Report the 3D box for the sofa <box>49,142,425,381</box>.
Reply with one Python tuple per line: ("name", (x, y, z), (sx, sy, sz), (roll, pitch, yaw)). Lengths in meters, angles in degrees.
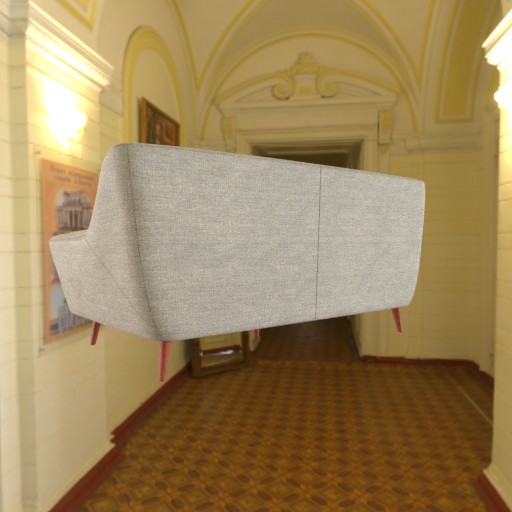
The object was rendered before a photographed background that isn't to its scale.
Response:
("sofa", (0.000, 0.000, 2.421), (1.930, 0.897, 0.976), (-2, 3, -36))
